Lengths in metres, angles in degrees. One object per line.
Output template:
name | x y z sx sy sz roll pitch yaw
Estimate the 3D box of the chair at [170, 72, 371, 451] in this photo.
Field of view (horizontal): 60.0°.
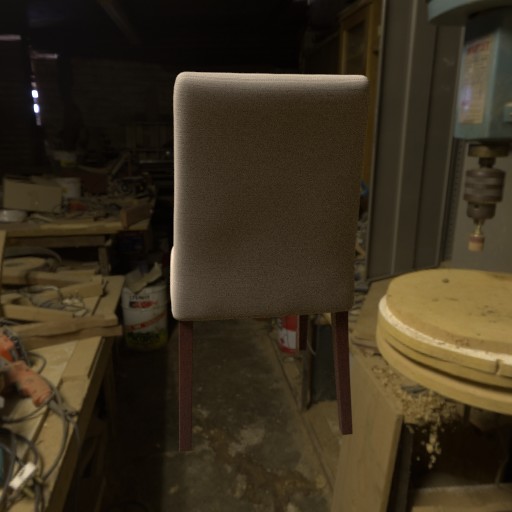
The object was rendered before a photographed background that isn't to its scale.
chair | 0.000 0.000 1.307 0.515 0.940 0.638 -2 16 -8
